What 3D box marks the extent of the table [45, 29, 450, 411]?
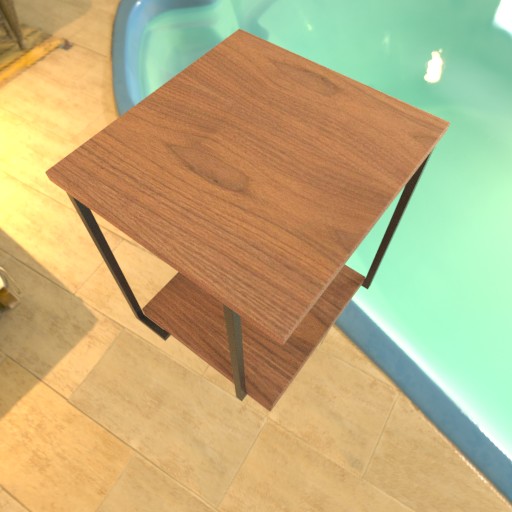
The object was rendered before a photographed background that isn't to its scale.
[{"bbox_3d":[0.000,0.000,0.846,0.384,0.567,0.411,33,64,19],"label":"table"}]
